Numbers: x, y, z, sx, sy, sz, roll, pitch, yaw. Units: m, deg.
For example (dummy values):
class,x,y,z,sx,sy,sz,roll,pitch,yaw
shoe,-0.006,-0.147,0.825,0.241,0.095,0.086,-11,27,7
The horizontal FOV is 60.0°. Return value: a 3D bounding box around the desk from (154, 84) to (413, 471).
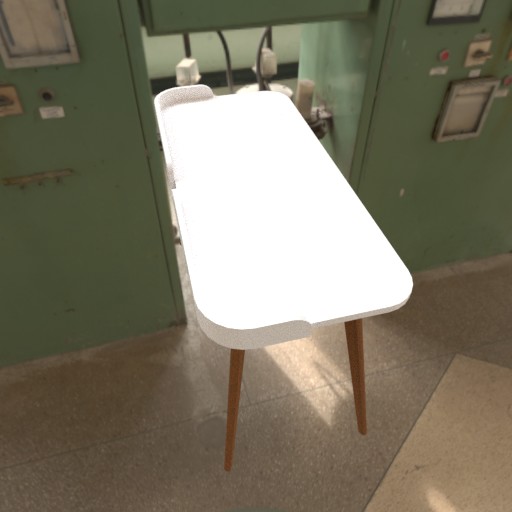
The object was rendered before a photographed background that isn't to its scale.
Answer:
class,x,y,z,sx,sy,sz,roll,pitch,yaw
desk,0.000,0.000,1.649,0.534,0.807,1.206,-10,46,-10
